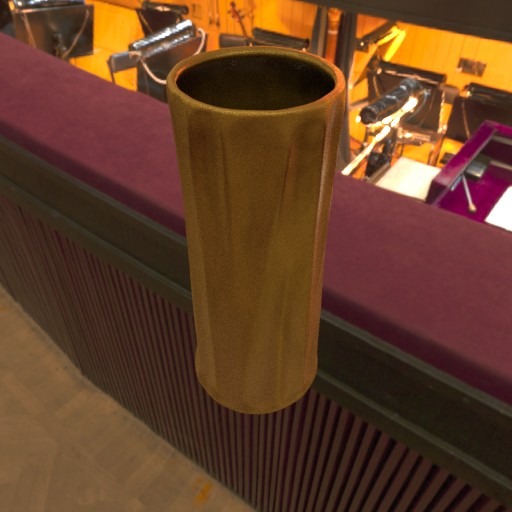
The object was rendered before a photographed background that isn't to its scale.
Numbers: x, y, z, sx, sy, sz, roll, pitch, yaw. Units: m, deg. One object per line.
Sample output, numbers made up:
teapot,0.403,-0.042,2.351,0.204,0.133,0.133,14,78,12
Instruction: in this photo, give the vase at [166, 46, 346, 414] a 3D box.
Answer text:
vase,0.000,0.000,0.176,0.061,0.143,0.061,0,43,0
